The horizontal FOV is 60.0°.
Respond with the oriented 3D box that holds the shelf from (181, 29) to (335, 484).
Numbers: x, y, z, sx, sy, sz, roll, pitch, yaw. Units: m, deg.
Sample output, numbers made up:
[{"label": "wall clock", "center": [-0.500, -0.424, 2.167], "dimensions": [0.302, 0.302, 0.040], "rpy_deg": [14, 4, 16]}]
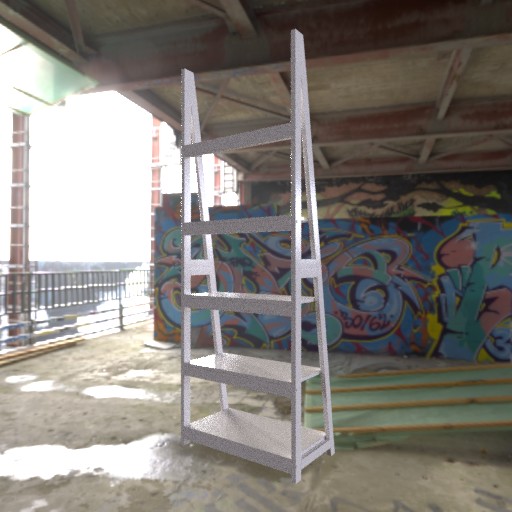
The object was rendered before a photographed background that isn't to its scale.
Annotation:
[{"label": "shelf", "center": [0.000, 0.000, 2.055], "dimensions": [0.636, 1.779, 0.341], "rpy_deg": [0, -1, 36]}]
